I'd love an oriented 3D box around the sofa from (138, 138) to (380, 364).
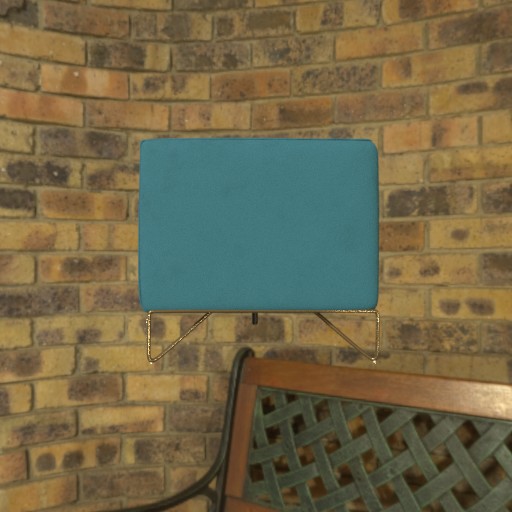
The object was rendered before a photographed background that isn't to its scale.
[{"bbox_3d":[0.000,0.000,2.559,0.867,0.789,2.087,0,-1,-1],"label":"sofa"}]
